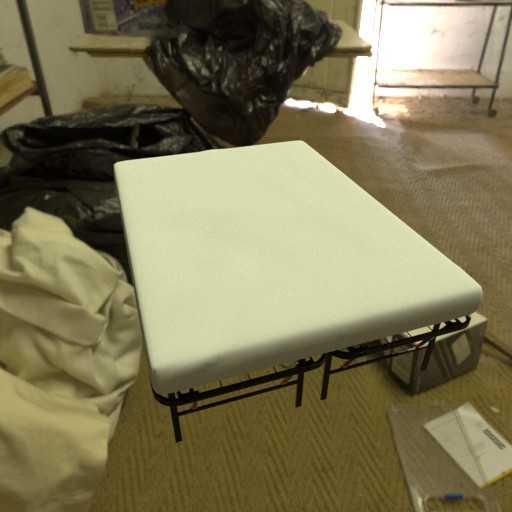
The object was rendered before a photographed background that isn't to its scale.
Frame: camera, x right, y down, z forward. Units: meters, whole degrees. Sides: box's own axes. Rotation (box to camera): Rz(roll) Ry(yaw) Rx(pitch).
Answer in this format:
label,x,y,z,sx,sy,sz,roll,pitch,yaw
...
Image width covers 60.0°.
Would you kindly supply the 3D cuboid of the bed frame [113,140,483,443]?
label,x,y,z,sx,sy,sz,roll,pitch,yaw
bed frame,0.000,0.000,2.508,1.372,0.637,1.905,-11,36,-15
